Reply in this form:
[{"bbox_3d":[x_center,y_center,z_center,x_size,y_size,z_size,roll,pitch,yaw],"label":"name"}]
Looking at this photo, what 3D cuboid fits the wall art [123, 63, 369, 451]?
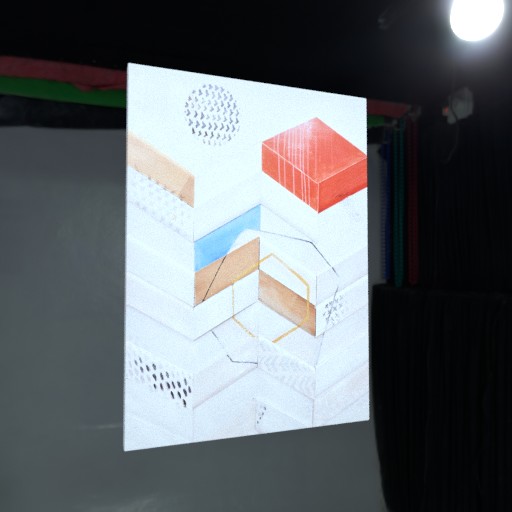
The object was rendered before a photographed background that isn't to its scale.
[{"bbox_3d":[0.000,0.000,1.083,0.613,0.848,0.036,1,-2,-19],"label":"wall art"}]
